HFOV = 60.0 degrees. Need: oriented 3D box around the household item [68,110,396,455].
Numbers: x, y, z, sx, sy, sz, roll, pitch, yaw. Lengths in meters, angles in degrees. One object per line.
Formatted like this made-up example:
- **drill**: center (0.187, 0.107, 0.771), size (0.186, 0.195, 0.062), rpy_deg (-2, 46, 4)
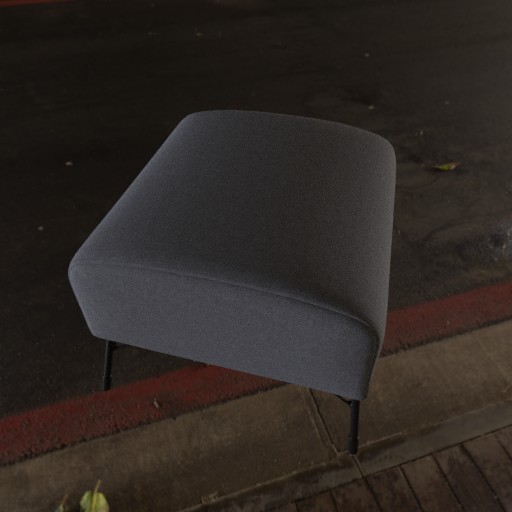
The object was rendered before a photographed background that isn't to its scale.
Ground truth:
- **household item**: center (0.000, 0.000, 0.914), size (0.530, 0.410, 0.530), rpy_deg (10, 45, 10)
